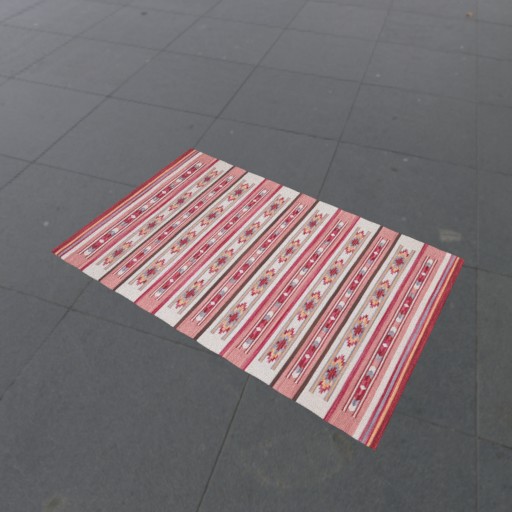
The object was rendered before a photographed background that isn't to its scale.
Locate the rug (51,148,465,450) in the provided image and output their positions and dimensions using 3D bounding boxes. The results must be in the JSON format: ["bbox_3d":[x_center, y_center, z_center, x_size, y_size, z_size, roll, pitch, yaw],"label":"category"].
[{"bbox_3d":[0.000,0.000,3.072,2.431,0.010,1.535,26,52,22],"label":"rug"}]
